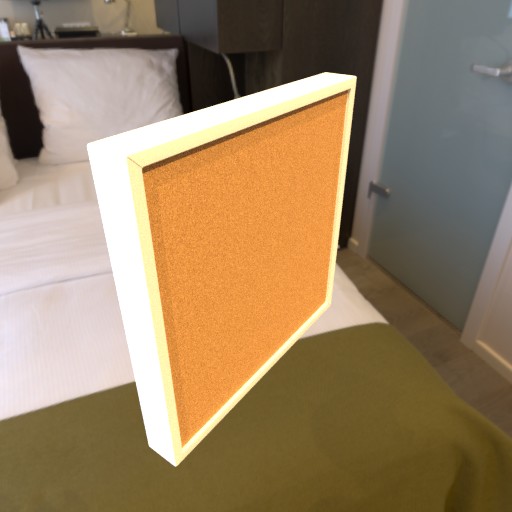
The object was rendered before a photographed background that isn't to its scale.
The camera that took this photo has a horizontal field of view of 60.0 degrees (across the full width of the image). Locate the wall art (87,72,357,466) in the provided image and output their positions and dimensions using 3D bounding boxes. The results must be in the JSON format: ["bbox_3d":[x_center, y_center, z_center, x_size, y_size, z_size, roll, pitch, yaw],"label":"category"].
[{"bbox_3d":[0.000,0.000,0.450,0.038,0.305,0.305,22,38,30],"label":"wall art"}]
